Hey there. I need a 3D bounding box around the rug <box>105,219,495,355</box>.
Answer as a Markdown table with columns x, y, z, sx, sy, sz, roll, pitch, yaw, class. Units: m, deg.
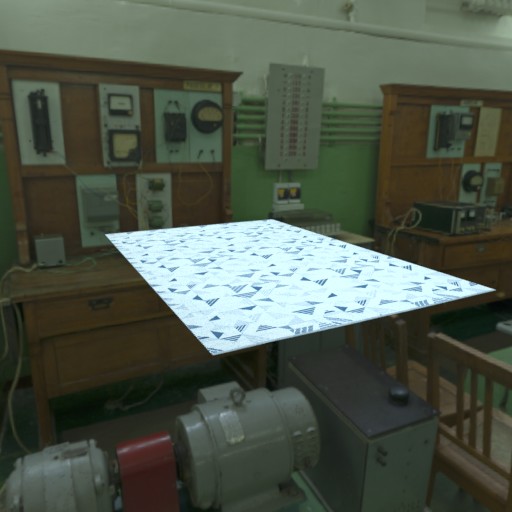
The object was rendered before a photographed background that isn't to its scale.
| x | y | z | sx | sy | sz | roll | pitch | yaw | class |
| --- | --- | --- | --- | --- | --- | --- | --- | --- | --- |
| 0.000 | 0.000 | 2.277 | 1.206 | 0.003 | 1.835 | -7 | 16 | -26 | rug |
